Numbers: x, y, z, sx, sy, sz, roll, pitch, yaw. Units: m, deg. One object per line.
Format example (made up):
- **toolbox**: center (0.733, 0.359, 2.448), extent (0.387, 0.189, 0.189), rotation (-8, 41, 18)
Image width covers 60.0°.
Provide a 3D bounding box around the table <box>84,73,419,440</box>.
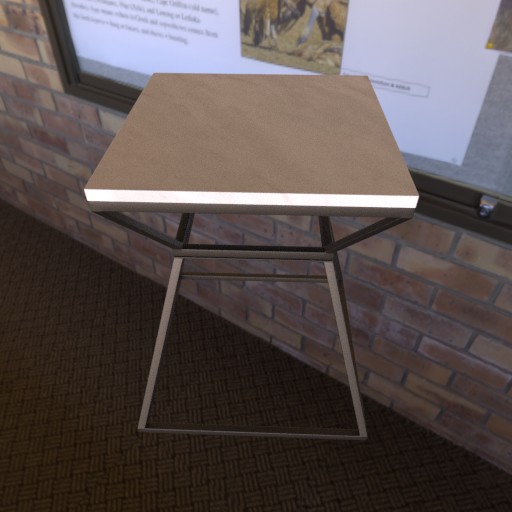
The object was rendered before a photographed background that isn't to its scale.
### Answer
- **table**: center (0.000, 0.000, 0.869), extent (0.455, 0.559, 0.455), rotation (1, 41, 2)
